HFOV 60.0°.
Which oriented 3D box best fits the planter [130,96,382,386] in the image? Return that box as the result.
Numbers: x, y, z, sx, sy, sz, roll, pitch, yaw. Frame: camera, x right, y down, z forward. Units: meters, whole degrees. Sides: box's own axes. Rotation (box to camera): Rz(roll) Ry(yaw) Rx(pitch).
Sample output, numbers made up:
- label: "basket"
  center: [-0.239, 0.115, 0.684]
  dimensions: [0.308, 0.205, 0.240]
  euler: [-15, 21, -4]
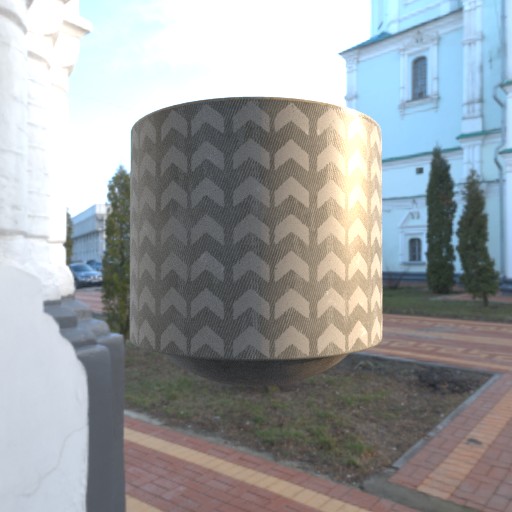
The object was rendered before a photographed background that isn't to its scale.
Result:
- label: "planter"
  center: [0.000, 0.000, 0.347]
  dimensions: [0.190, 0.181, 0.190]
  euler: [0, -1, 0]
